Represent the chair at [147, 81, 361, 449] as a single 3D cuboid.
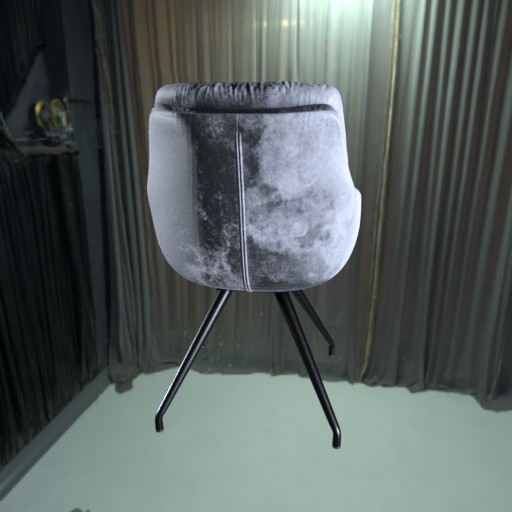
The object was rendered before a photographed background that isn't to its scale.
[{"bbox_3d":[0.000,0.000,1.255,0.579,0.888,0.569,2,17,7],"label":"chair"}]
